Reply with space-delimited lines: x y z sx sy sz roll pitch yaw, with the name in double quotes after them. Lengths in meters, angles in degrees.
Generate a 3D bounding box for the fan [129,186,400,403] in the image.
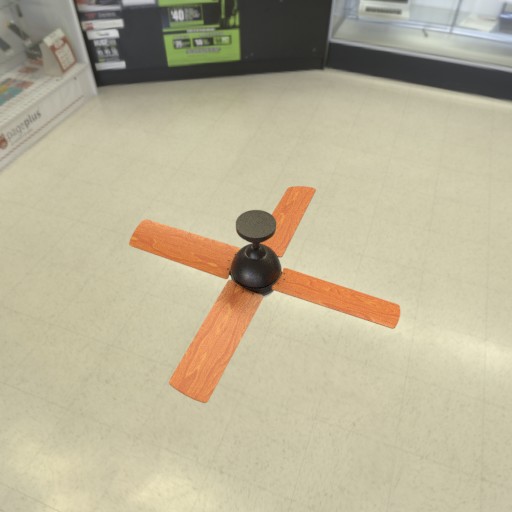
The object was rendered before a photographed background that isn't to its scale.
0.000 0.000 1.993 1.332 0.403 1.332 18 50 15 "fan"
